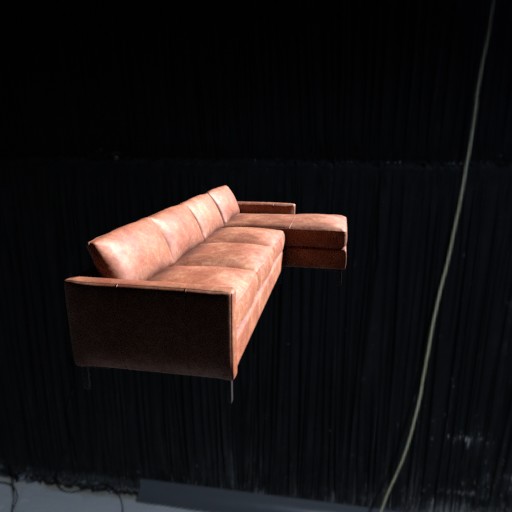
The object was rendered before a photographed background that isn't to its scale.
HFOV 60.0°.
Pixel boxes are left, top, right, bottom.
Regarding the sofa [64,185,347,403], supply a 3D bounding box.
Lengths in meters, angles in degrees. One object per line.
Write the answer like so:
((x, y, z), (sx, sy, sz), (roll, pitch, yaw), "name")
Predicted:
((0.000, 0.000, 3.605), (1.471, 0.859, 2.993), (3, 15, 10), "sofa")
